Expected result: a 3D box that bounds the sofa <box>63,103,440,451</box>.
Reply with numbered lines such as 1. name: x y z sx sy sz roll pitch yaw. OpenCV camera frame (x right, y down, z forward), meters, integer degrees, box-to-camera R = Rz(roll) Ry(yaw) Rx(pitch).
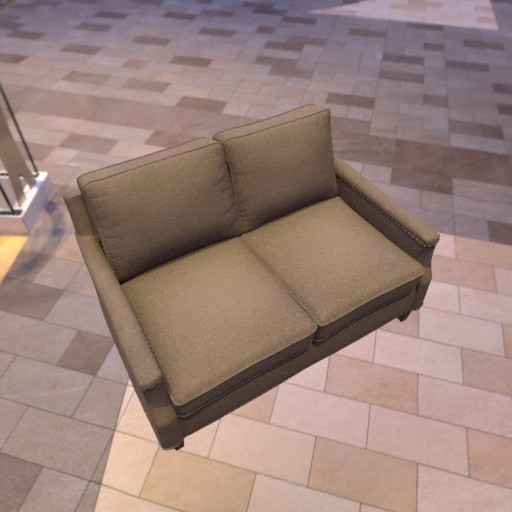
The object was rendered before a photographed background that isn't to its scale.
1. sofa: 0.000 0.000 2.293 1.597 1.003 1.084 -23 51 -21
